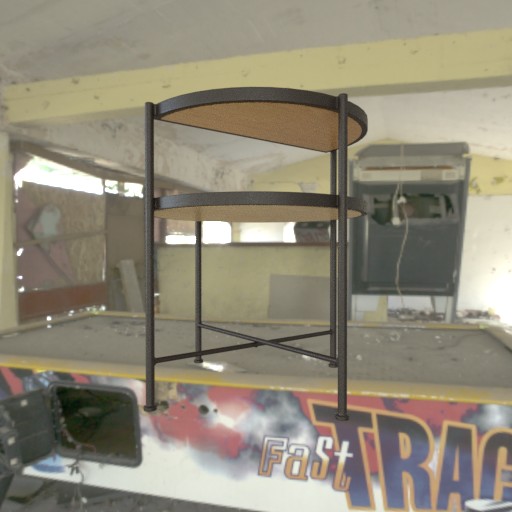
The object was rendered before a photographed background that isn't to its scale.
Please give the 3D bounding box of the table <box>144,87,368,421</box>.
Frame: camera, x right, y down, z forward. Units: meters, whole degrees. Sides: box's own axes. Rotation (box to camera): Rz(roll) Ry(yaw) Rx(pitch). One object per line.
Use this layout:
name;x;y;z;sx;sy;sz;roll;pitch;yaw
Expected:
table;0.000;0.000;1.173;0.629;0.684;0.628;-1;1;-38
